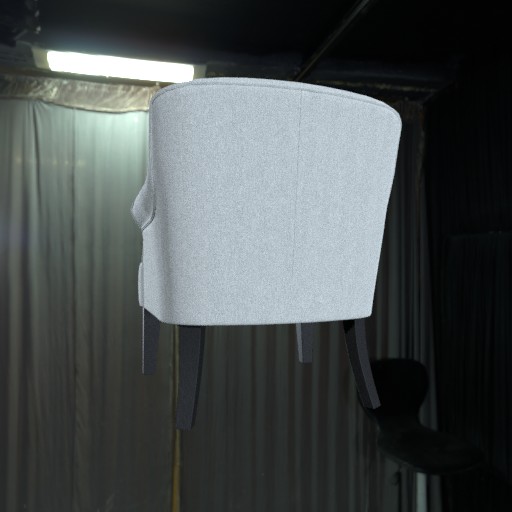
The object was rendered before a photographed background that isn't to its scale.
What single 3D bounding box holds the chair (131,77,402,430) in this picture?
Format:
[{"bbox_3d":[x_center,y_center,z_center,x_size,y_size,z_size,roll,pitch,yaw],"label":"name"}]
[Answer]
[{"bbox_3d":[0.000,0.000,1.455,0.781,0.875,0.750,0,-1,-18],"label":"chair"}]
